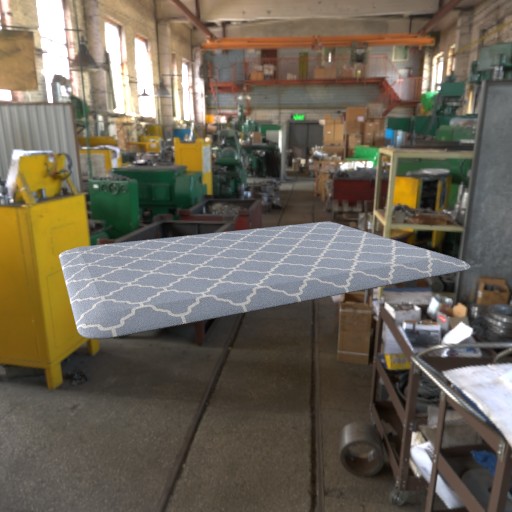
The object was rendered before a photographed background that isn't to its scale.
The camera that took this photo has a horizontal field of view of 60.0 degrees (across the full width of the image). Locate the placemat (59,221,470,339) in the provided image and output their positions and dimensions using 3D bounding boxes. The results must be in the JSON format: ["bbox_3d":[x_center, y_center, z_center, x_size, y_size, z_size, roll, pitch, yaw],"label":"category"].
[{"bbox_3d":[0.000,0.000,0.958,0.762,0.021,0.508,-8,17,-25],"label":"placemat"}]
